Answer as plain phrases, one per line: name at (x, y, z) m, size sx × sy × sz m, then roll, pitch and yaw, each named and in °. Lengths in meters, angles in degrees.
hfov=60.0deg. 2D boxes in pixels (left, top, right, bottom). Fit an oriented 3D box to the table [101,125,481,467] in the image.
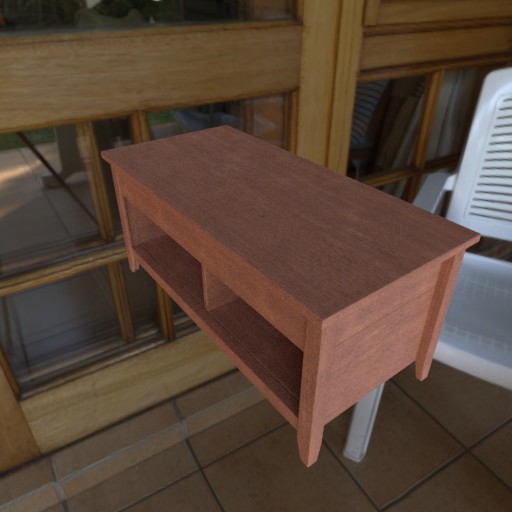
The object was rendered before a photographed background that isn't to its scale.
table at (0.000, 0.000, 1.321) m, size 0.483 × 0.457 × 1.016 m, roll -22°, pitch 39°, yaw -30°
